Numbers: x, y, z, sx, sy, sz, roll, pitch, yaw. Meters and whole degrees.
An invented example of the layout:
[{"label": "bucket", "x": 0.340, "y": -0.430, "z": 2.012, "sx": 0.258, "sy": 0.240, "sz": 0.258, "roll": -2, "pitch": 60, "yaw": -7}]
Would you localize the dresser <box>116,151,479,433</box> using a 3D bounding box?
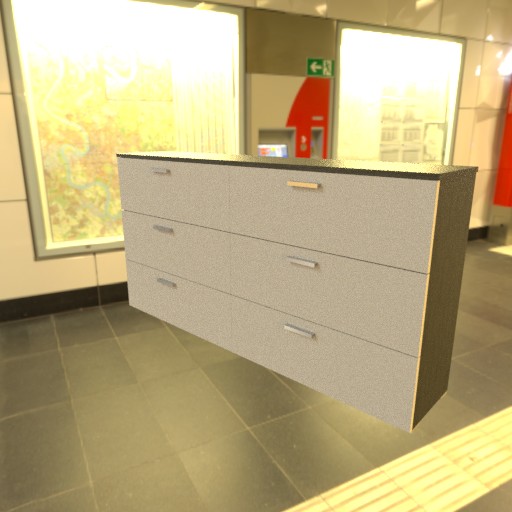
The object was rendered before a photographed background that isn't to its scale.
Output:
[{"label": "dresser", "x": 0.000, "y": 0.000, "z": 1.840, "sx": 1.535, "sy": 0.790, "sz": 0.333, "roll": 14, "pitch": 21, "yaw": 40}]
